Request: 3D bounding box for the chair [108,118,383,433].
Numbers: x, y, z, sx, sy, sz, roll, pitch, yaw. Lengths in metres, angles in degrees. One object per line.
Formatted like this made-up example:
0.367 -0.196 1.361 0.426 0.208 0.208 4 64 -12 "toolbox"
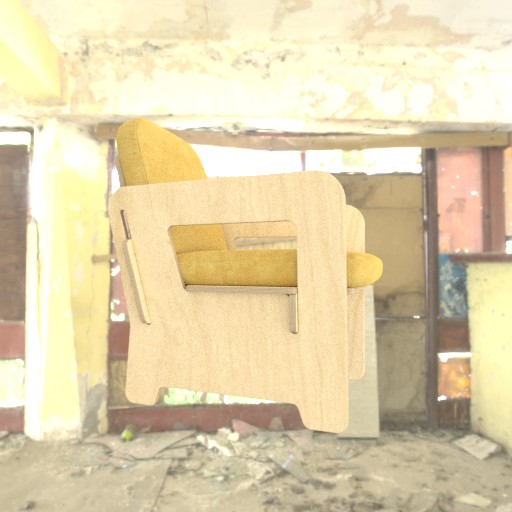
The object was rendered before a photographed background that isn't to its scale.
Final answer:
0.000 0.000 1.313 0.710 0.800 0.590 0 -1 18 "chair"
